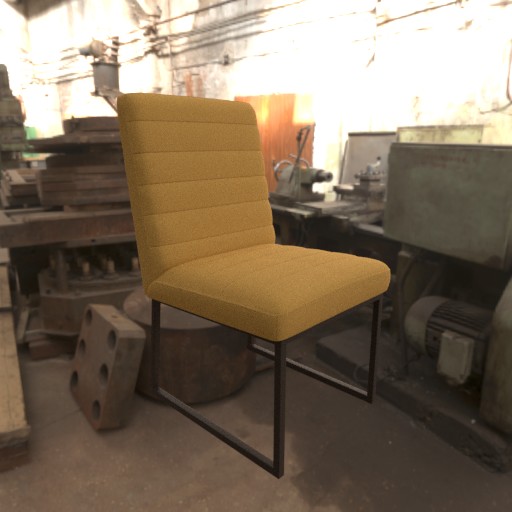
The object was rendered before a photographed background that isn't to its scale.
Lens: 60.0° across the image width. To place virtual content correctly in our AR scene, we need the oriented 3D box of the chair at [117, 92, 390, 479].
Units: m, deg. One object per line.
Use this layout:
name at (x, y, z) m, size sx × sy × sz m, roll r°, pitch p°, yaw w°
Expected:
chair at (0.000, 0.000, 1.323) m, size 0.634 × 0.930 × 0.520 m, roll 13°, pitch 20°, yaw 42°
